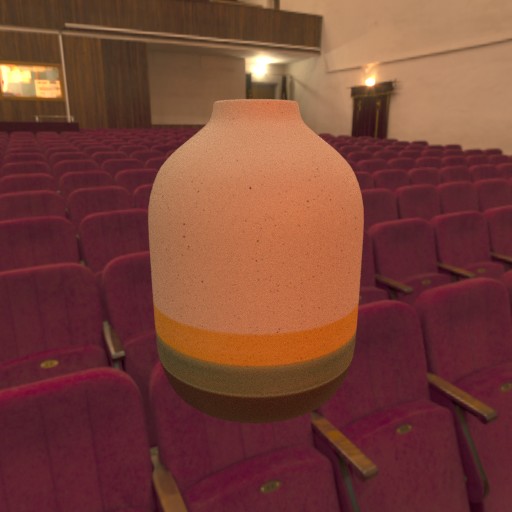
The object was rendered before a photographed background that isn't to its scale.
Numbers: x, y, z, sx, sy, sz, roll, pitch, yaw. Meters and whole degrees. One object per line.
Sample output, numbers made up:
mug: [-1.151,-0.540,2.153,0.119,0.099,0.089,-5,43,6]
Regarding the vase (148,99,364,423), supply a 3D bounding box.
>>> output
vase: [0.000,0.000,0.365,0.169,0.240,0.169,0,16,0]
